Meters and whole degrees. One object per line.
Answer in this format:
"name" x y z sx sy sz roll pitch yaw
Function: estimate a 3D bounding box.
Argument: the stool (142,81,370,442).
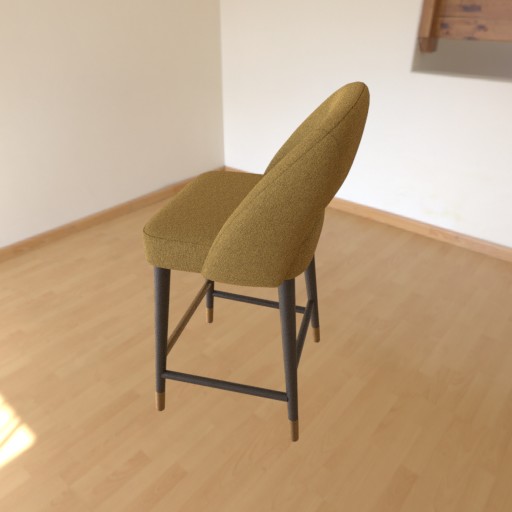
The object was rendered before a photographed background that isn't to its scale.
"stool" 0.000 0.000 1.266 0.522 0.939 0.536 8 32 13
